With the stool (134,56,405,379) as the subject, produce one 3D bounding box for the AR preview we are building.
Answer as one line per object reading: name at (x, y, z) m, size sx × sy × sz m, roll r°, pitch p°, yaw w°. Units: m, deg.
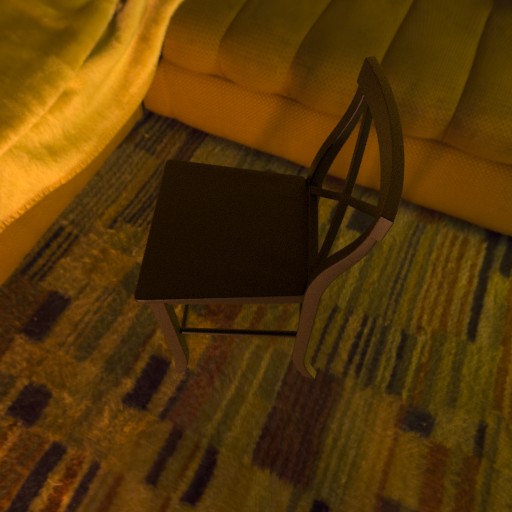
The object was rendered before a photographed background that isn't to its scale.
stool at (0.000, 0.000, 1.268) m, size 0.559 × 0.989 × 0.452 m, roll 3°, pitch 59°, yaw 2°
